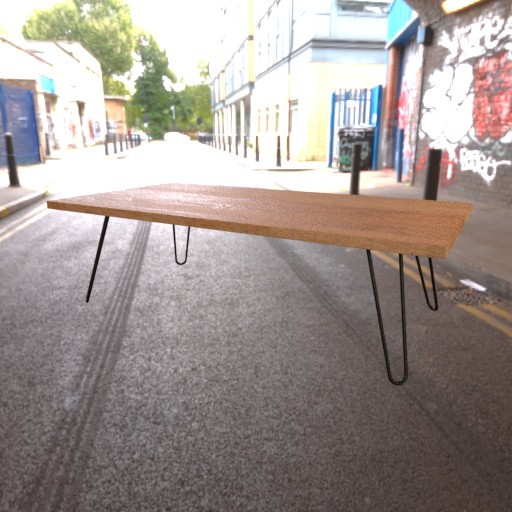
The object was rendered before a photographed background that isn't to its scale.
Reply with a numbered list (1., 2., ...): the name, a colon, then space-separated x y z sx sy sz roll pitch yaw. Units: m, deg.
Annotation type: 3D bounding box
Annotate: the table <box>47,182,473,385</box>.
1. table: 0.000 0.000 1.630 1.348 0.400 0.699 9 18 28
